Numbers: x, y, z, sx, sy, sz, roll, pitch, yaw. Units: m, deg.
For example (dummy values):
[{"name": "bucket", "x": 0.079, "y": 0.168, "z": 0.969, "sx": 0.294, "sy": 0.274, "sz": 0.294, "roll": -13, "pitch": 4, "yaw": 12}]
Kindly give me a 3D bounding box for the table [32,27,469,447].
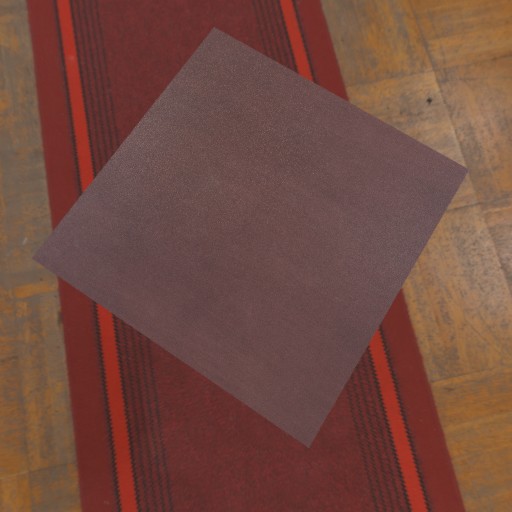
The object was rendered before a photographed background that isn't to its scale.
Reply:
[{"name": "table", "x": 0.000, "y": 0.000, "z": 1.687, "sx": 0.861, "sy": 0.991, "sz": 0.861, "roll": 32, "pitch": 78, "yaw": 7}]
